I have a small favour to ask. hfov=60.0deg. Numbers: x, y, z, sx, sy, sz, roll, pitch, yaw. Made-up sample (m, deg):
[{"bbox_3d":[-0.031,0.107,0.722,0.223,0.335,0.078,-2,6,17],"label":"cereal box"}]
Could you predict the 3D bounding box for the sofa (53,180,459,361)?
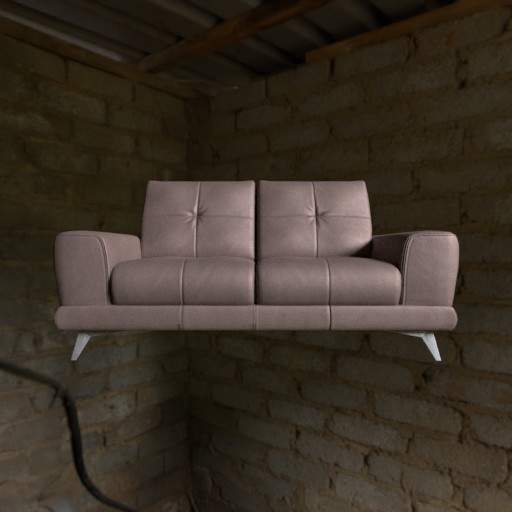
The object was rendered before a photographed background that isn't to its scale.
[{"bbox_3d":[0.000,0.000,2.406,1.806,0.907,1.018,0,1,0],"label":"sofa"}]
